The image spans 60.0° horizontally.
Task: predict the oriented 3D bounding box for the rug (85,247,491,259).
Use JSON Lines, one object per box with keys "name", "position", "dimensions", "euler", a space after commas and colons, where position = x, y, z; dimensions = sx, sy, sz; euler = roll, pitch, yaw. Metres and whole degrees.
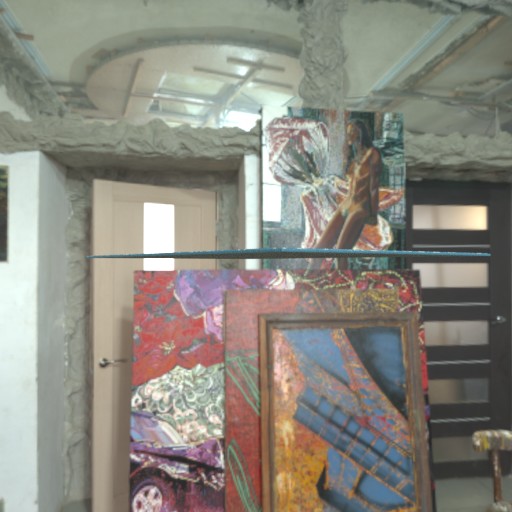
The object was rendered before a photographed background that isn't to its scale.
{"name": "rug", "position": [0.000, 0.000, 3.473], "dimensions": [1.816, 0.018, 2.746], "euler": [1, -1, -37]}
